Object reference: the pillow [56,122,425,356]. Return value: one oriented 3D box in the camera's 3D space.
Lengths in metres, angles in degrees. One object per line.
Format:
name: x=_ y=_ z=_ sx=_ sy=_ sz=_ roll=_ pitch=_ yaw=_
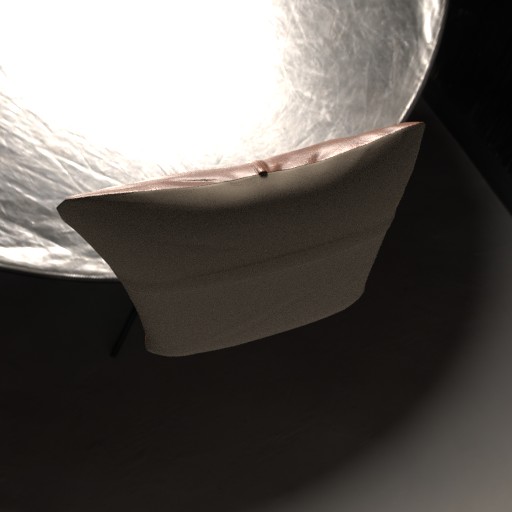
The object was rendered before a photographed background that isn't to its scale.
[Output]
pillow: x=0.000 y=0.000 z=0.737 sx=0.484 sy=0.470 sz=0.192 roll=-15 pitch=59 yaw=-9
